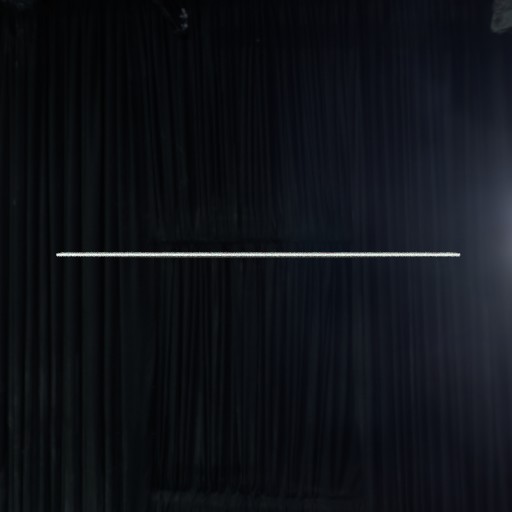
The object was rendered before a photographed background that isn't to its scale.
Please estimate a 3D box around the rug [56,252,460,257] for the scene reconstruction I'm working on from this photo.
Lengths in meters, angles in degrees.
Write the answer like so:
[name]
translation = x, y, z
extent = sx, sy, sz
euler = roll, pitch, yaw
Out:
[rug]
translation = 0.000, 0.000, 2.848
extent = 1.598, 0.014, 2.202
euler = 0, 0, -1
